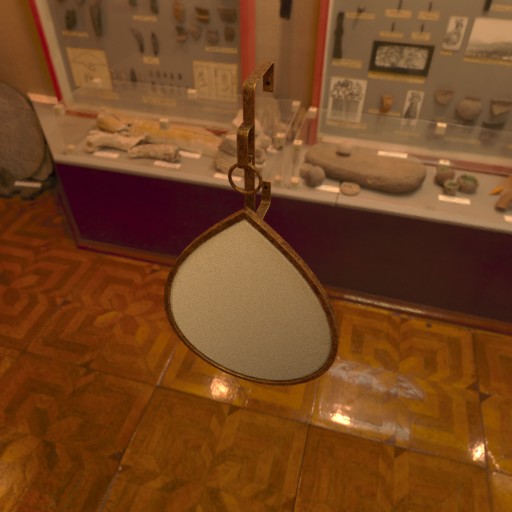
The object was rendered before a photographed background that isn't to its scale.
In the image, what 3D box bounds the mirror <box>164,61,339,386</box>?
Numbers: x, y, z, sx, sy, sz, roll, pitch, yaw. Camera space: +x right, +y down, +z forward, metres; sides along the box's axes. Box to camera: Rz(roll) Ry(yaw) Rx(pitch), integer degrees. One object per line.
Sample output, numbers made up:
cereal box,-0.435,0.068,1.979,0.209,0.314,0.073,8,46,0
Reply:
mirror,0.000,0.000,0.927,0.405,0.744,0.144,12,43,13
